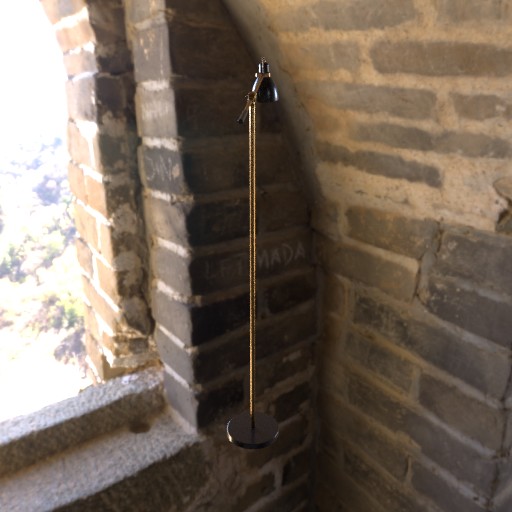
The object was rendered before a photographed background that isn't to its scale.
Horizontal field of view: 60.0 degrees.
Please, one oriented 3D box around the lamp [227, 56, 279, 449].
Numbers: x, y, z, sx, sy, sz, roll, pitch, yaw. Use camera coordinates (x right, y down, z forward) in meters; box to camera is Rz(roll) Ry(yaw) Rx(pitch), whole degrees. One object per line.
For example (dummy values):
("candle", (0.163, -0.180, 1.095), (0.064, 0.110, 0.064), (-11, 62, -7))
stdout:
("lamp", (0.000, 0.000, 1.892), (0.235, 1.628, 0.618), (3, 16, 9))
